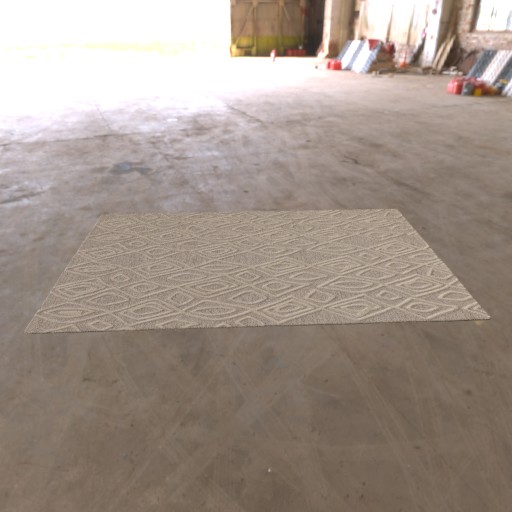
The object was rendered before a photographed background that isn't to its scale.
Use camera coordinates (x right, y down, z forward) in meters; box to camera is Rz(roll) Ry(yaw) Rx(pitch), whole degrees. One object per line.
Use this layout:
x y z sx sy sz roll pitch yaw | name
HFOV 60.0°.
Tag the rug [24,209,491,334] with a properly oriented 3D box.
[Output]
0.000 0.000 2.972 2.442 0.010 1.546 -1 28 -2 | rug
